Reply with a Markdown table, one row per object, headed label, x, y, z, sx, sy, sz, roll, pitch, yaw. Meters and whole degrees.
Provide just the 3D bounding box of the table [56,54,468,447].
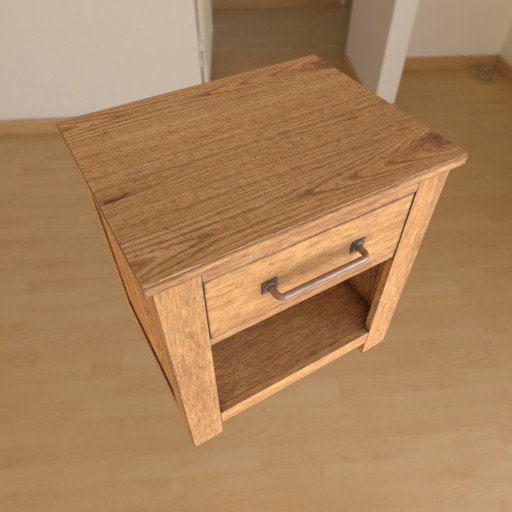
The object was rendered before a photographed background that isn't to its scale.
| label | x | y | z | sx | sy | sz | roll | pitch | yaw |
| --- | --- | --- | --- | --- | --- | --- | --- | --- | --- |
| table | 0.000 | 0.000 | 1.033 | 0.601 | 0.625 | 0.494 | -23 | 51 | -20 |
